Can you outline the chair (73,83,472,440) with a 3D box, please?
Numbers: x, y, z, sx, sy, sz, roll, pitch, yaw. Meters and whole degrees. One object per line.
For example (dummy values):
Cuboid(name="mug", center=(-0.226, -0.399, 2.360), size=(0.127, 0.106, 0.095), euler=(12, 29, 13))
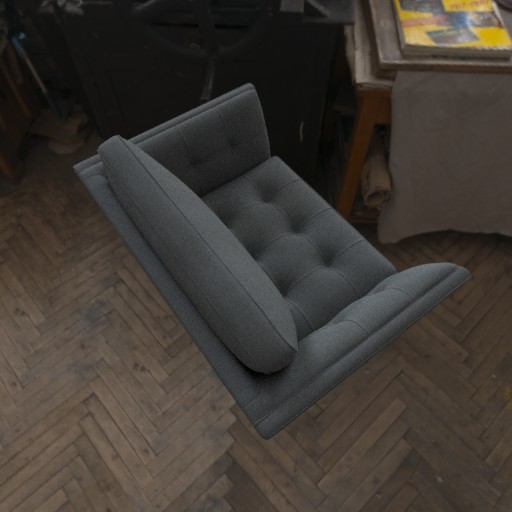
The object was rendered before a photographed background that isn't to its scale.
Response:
Cuboid(name="chair", center=(0.000, 0.000, 2.029), size=(0.965, 0.942, 1.396), euler=(-32, 63, -19))
